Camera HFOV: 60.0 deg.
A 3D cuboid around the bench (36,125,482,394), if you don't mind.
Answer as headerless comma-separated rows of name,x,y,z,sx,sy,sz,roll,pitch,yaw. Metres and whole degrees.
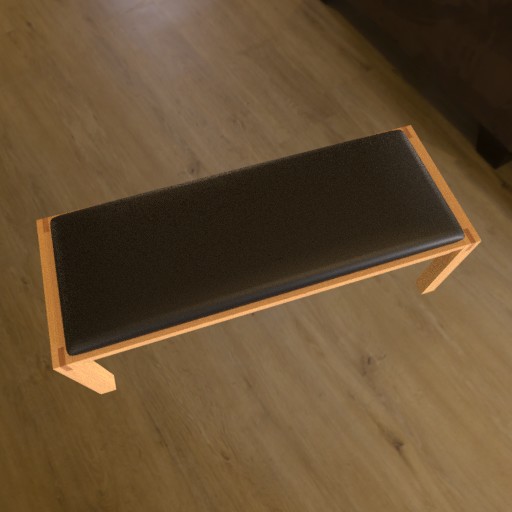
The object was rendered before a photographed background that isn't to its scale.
bench,0.000,0.000,1.422,1.202,0.430,0.450,-16,65,-8
